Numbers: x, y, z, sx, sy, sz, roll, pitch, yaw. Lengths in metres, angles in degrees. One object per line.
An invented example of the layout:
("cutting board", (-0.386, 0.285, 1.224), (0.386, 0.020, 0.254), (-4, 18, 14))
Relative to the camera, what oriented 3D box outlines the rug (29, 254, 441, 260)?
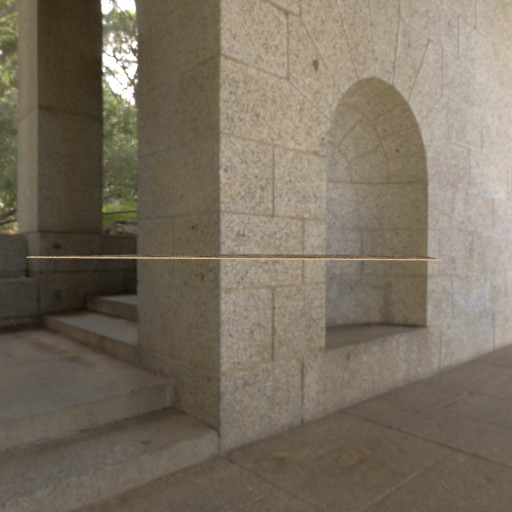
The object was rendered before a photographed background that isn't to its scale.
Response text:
("rug", (0.000, 0.000, 4.071), (2.977, 0.008, 2.380), (0, 1, 19))
